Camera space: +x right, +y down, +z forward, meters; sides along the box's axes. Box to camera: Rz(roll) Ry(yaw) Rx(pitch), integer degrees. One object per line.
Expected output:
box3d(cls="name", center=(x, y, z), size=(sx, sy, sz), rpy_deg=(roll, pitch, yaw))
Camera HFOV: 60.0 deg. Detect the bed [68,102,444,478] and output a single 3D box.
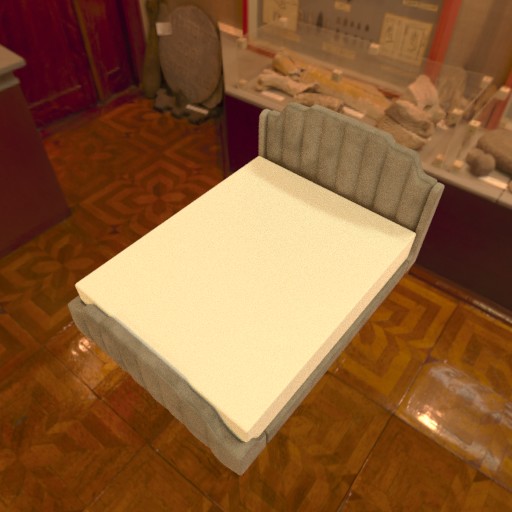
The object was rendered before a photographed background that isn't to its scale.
box3d(cls="bed", center=(0.000, 0.000, 3.301), size=(1.676, 1.245, 2.340), rpy_deg=(32, 55, 26))
